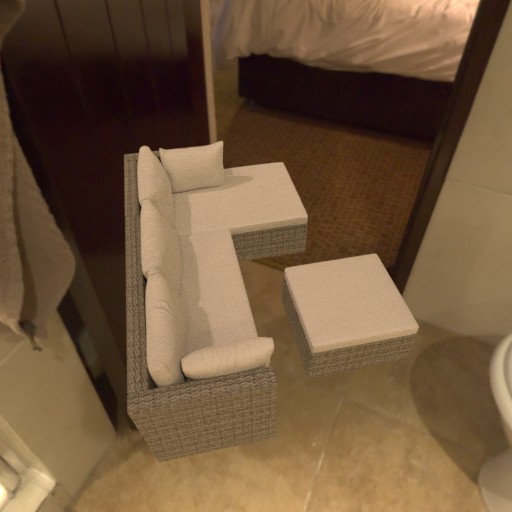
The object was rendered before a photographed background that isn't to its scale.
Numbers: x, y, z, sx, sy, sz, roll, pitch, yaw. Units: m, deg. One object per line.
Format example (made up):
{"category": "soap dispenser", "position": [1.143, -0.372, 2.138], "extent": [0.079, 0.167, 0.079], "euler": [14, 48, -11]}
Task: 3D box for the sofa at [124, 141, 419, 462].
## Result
{"category": "sofa", "position": [0.000, 0.000, 3.040], "extent": [1.662, 0.766, 2.192], "euler": [-9, 46, -9]}
